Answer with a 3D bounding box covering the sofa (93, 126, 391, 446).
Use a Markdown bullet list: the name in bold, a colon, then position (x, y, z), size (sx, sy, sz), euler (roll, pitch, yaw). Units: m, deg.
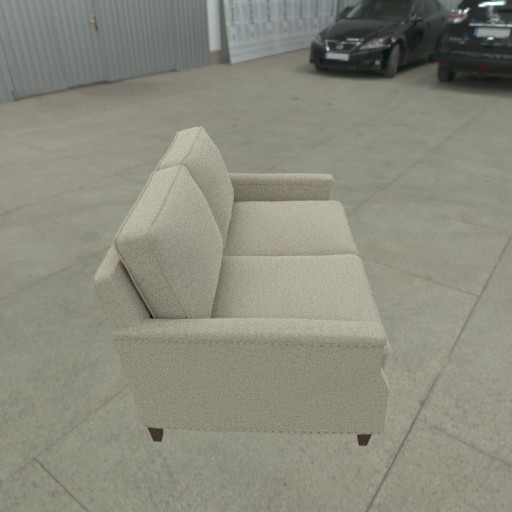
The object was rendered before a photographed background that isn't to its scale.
- **sofa**: position (0.000, 0.000, 2.281), size (1.084, 1.003, 1.597), euler (1, 31, 1)
